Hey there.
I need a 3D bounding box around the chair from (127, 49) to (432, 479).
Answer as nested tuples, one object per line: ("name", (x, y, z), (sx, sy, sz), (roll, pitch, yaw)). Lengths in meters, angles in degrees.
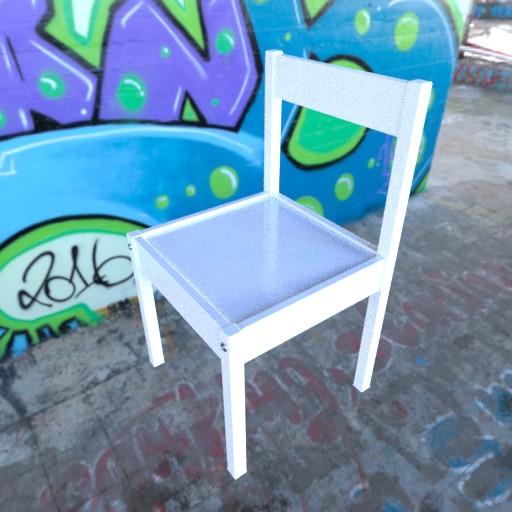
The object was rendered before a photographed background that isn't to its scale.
("chair", (0.000, 0.000, 0.659), (0.285, 0.505, 0.285), (-22, 39, -30))
